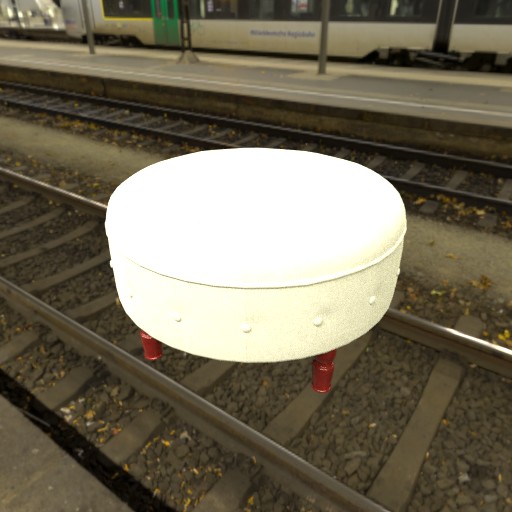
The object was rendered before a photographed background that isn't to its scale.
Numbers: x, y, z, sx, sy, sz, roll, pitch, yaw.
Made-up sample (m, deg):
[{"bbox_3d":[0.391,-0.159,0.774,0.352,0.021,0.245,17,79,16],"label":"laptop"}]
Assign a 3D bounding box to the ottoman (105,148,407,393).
[{"bbox_3d":[0.000,0.000,1.383,0.850,0.483,0.850,0,29,0],"label":"ottoman"}]
